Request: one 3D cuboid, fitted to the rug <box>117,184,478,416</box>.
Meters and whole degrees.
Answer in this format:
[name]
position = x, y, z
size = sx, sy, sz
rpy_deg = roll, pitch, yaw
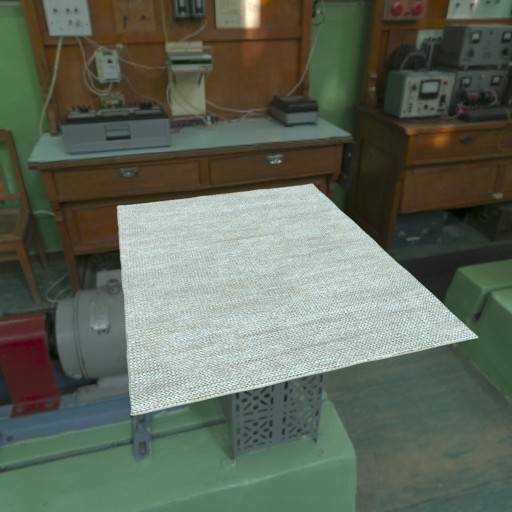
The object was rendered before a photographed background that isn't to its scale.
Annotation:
[rug]
position = 0.000, 0.000, 4.122
size = 2.429, 0.030, 3.052
rpy_deg = -9, 32, -14
